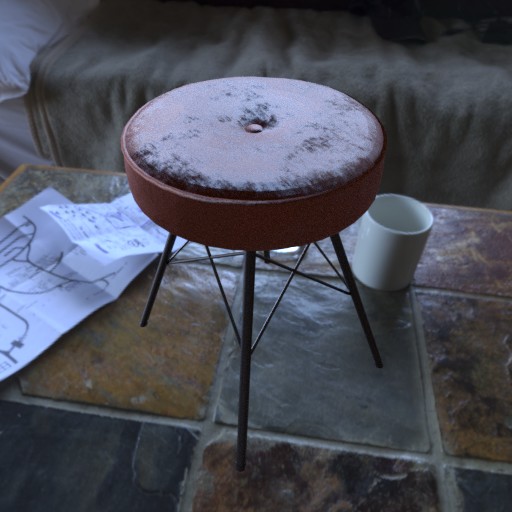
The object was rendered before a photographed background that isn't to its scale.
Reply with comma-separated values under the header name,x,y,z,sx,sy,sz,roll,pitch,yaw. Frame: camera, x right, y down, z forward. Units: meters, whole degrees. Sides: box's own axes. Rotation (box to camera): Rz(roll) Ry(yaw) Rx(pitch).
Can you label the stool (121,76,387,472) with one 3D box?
name,x,y,z,sx,sy,sz,roll,pitch,yaw
stool,0.000,0.000,0.887,0.421,0.593,0.457,-26,49,-26
